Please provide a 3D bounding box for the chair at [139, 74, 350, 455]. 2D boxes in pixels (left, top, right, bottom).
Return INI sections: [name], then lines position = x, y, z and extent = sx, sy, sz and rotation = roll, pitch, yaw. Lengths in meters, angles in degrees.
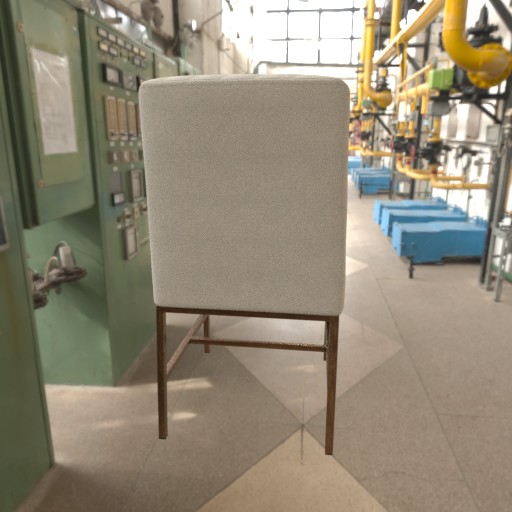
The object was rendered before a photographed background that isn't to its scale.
[chair]
position = 0.000, 0.000, 1.305
extent = 0.503, 0.933, 0.597
rotation = 2, 16, 8
